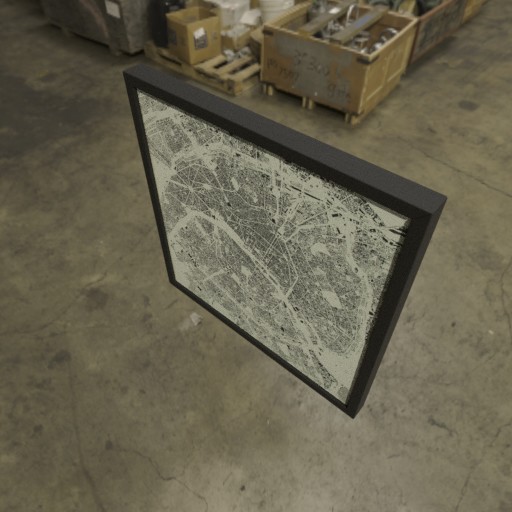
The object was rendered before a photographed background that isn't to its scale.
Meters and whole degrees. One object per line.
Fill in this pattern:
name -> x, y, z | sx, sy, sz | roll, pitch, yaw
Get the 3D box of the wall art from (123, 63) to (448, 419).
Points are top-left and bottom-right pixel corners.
wall art -> 0.000, 0.000, 0.760 | 0.508, 0.508, 0.037 | 32, 55, 26
